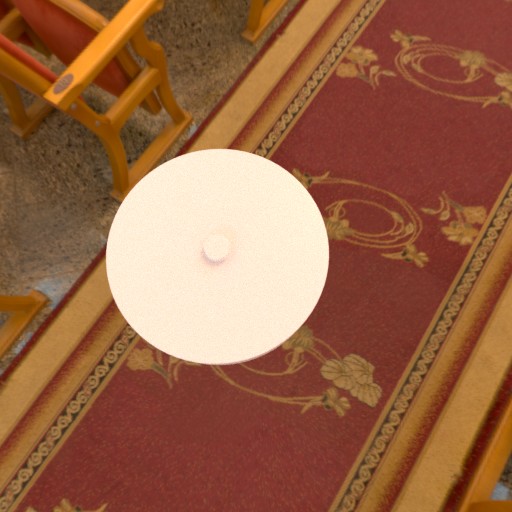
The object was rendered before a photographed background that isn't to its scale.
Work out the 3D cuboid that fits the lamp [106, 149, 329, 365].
[{"bbox_3d":[0.000,0.000,0.706,0.229,0.508,0.369,33,78,8],"label":"lamp"}]
